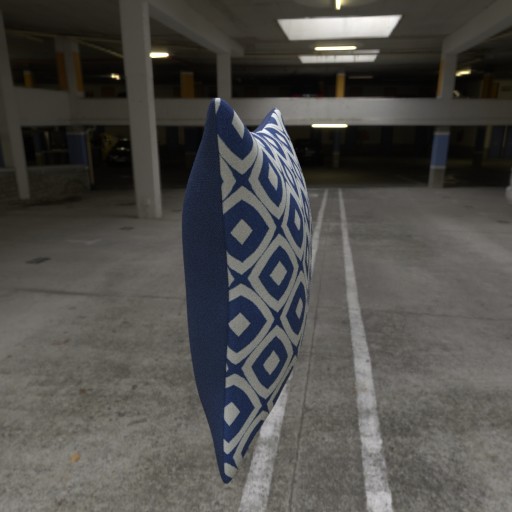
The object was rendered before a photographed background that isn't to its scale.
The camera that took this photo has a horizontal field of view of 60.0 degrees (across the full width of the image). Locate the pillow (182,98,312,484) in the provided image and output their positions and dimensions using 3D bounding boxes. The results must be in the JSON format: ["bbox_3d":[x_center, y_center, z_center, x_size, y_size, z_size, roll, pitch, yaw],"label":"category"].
[{"bbox_3d":[0.000,0.000,0.762,0.188,0.494,0.504,3,17,9],"label":"pillow"}]
